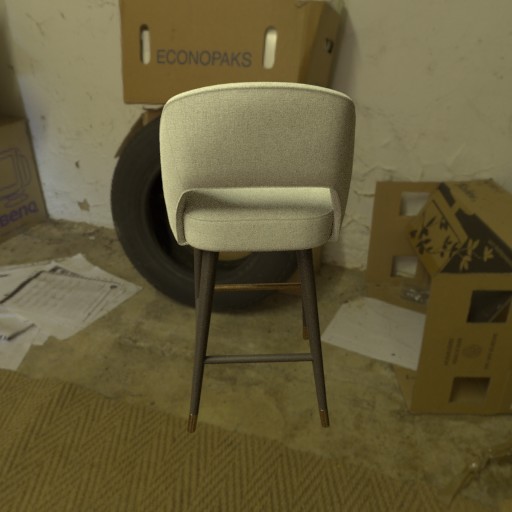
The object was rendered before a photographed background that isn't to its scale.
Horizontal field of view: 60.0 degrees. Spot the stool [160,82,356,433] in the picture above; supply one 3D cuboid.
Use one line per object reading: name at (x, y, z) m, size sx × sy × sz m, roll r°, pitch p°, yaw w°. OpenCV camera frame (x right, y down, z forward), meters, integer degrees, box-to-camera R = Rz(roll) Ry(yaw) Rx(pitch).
stool at (0.000, 0.000, 1.323) m, size 0.494 × 1.037 × 0.509 m, roll -1°, pitch 29°, yaw -2°
